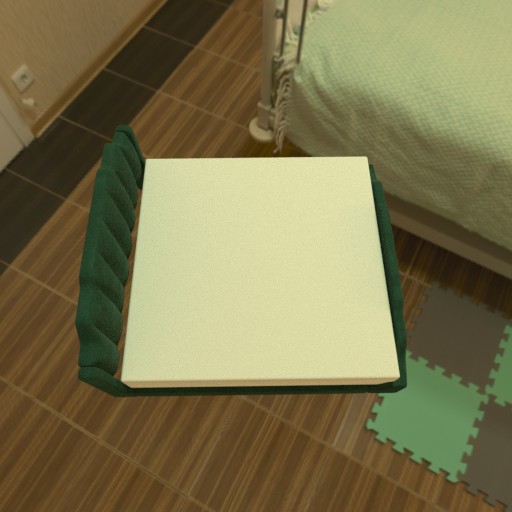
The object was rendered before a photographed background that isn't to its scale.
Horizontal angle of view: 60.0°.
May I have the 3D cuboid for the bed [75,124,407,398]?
[{"bbox_3d":[0.000,0.000,3.633,2.340,1.245,2.074,-1,65,0],"label":"bed"}]
